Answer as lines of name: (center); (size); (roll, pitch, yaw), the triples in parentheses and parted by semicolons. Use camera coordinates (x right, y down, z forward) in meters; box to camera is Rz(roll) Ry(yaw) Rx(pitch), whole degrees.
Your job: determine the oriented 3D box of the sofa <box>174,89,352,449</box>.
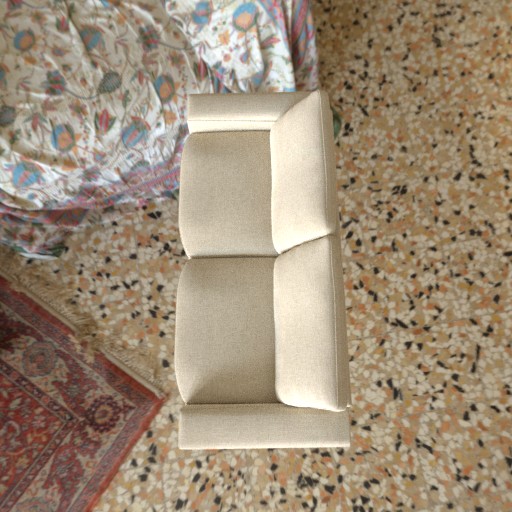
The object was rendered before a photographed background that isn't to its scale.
sofa: (0.000, 0.000, 2.887); (1.040, 0.922, 2.299); (-1, 75, 0)
